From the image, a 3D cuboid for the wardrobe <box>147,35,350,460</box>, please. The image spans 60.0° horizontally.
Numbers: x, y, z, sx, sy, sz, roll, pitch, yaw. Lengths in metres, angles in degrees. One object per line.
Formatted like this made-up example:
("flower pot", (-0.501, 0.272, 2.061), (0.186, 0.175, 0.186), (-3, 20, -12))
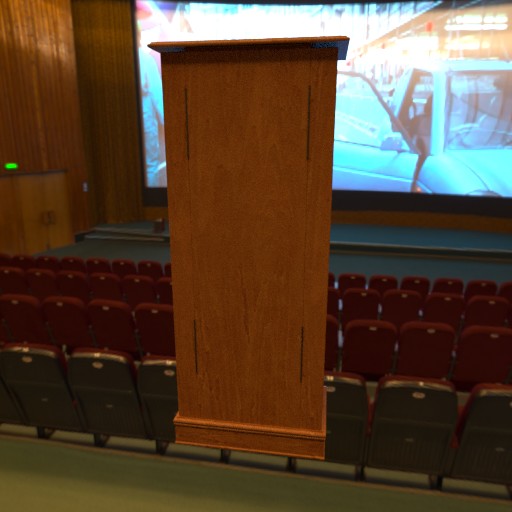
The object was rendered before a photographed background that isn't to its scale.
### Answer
("wardrobe", (0.000, 0.000, 1.126), (0.406, 0.959, 0.273), (2, 15, 9))
